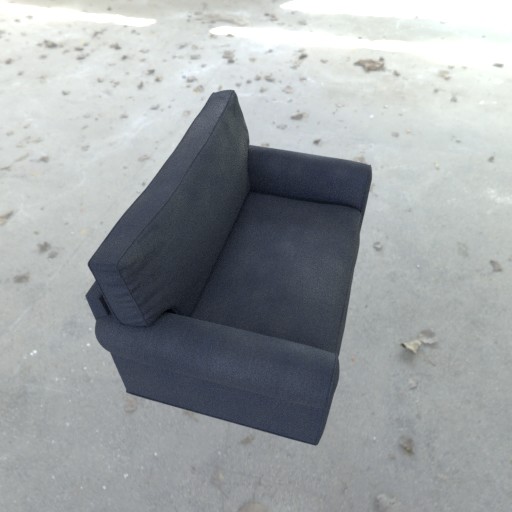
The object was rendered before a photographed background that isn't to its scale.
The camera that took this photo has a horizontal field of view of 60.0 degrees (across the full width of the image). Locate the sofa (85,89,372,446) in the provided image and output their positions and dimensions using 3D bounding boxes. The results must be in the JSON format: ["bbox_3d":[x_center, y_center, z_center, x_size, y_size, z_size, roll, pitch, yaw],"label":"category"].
[{"bbox_3d":[0.000,0.000,2.109,0.938,1.004,1.405,11,47,11],"label":"sofa"}]
